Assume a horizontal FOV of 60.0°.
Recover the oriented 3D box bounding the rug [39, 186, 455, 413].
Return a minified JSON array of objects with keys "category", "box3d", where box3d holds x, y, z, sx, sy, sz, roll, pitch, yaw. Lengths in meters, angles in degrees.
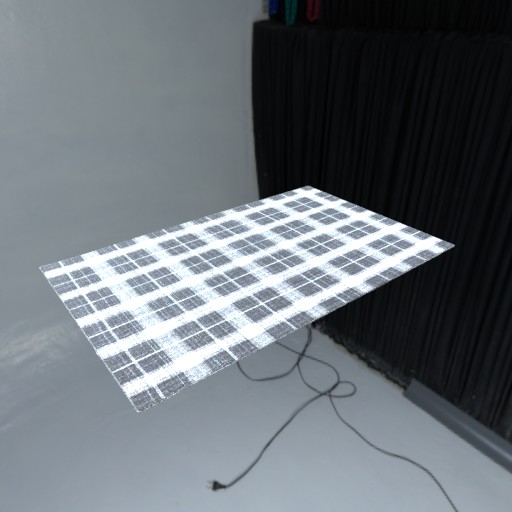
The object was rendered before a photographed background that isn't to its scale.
[{"category":"rug","box3d":[0.000,0.000,3.034,2.434,0.015,1.520,-21,36,-32]}]
